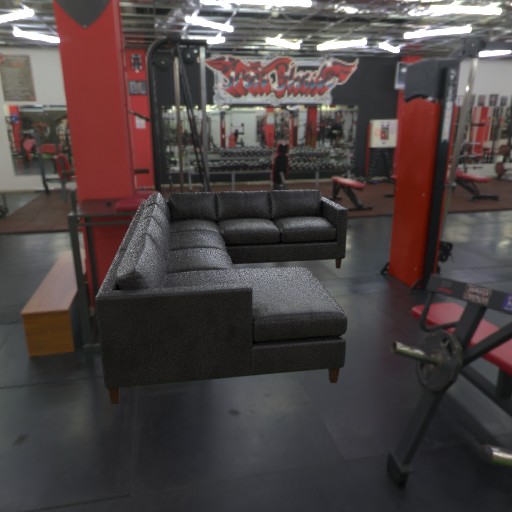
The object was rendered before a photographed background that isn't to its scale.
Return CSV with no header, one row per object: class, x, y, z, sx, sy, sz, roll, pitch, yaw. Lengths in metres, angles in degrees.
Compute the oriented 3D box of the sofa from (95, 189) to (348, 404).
sofa,0.000,0.000,4.404,2.452,0.891,3.324,-3,17,-9
